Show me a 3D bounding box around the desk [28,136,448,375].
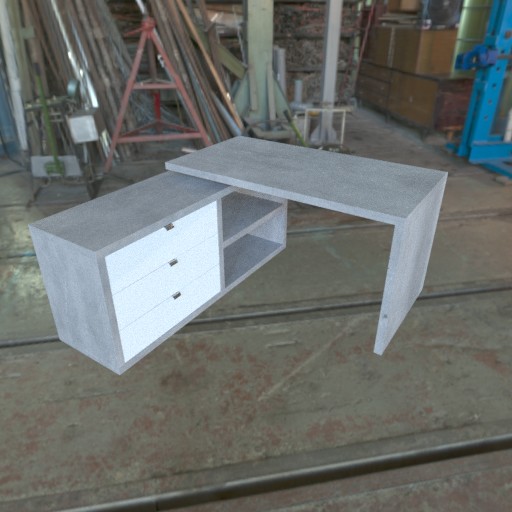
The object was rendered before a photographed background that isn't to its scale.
[{"bbox_3d":[0.000,0.000,2.284,1.400,0.740,1.500,18,34,29],"label":"desk"}]
